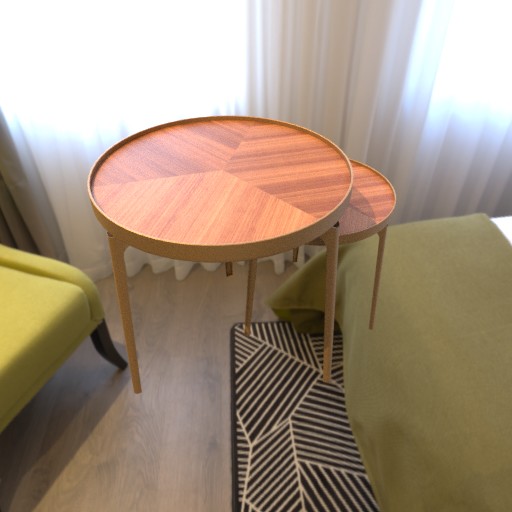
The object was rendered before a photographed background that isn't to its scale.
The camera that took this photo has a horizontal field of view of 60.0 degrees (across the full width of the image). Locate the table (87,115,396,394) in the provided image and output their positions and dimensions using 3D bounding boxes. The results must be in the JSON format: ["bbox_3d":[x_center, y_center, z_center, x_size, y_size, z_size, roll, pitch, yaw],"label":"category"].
[{"bbox_3d":[0.000,0.000,1.119,0.751,0.555,0.532,-23,45,-26],"label":"table"}]
